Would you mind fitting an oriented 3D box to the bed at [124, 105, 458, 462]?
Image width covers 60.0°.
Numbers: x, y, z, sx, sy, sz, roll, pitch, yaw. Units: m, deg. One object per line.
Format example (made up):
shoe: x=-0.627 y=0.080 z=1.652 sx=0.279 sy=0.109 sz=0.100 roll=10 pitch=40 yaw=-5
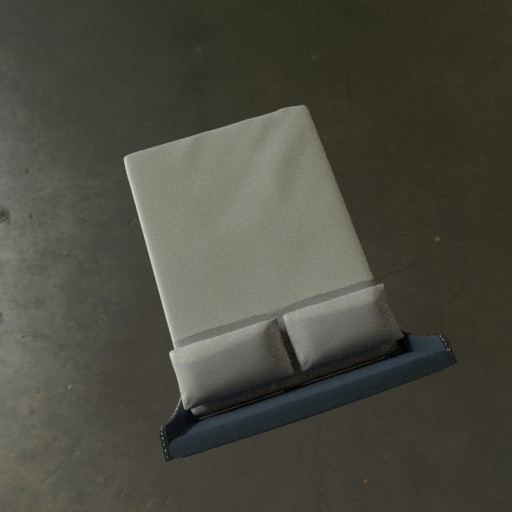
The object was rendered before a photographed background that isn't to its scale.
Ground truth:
bed: x=0.000 y=0.000 z=3.283 sx=1.710 sy=1.407 sz=2.237 roll=-17 pitch=77 yaw=-4
